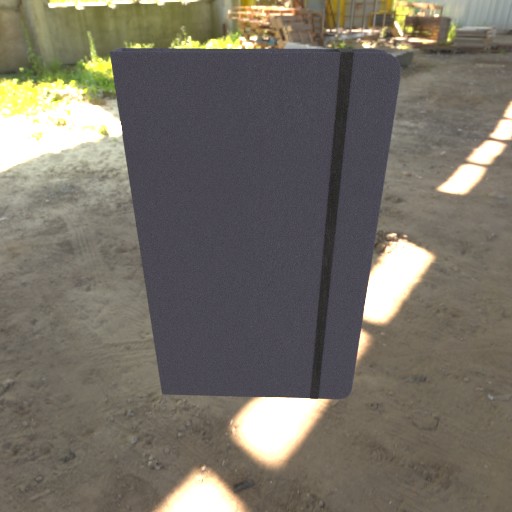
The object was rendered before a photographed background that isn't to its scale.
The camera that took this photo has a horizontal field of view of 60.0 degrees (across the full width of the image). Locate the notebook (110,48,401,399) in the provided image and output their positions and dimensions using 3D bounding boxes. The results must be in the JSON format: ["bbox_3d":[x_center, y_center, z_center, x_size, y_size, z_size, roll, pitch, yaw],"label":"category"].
[{"bbox_3d":[0.000,0.000,0.251,0.127,0.213,0.016,1,31,2],"label":"notebook"}]
